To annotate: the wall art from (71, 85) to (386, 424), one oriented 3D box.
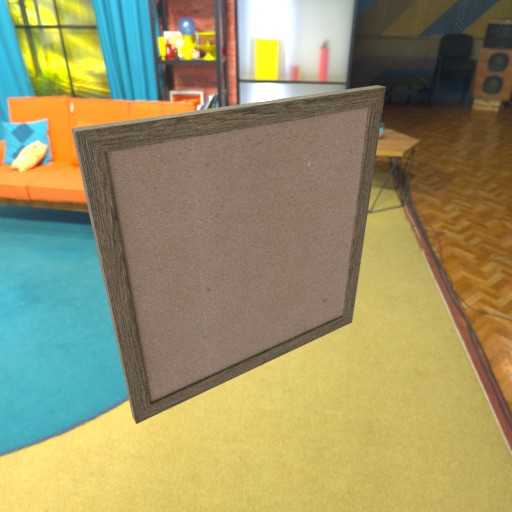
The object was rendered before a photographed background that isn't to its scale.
[{"bbox_3d":[0.000,0.000,0.765,0.508,0.508,0.019,-18,36,-28],"label":"wall art"}]
